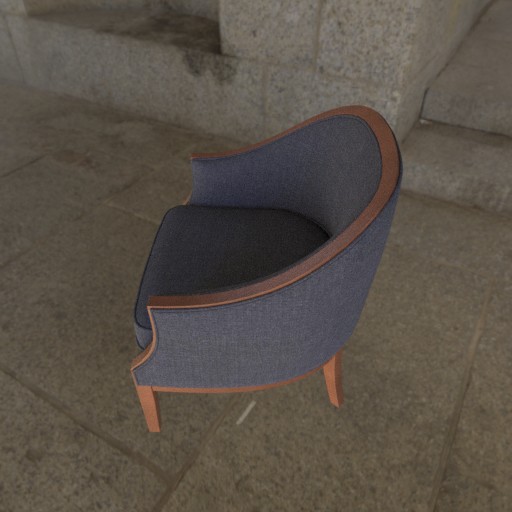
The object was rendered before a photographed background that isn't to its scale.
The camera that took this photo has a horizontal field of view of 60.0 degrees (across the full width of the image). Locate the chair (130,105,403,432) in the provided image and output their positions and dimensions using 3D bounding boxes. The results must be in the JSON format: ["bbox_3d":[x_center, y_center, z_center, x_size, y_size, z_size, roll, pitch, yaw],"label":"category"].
[{"bbox_3d":[0.000,0.000,1.448,0.735,0.876,0.803,1,41,1],"label":"chair"}]
